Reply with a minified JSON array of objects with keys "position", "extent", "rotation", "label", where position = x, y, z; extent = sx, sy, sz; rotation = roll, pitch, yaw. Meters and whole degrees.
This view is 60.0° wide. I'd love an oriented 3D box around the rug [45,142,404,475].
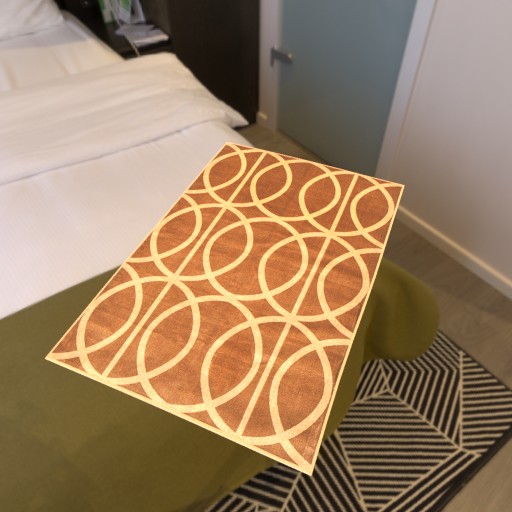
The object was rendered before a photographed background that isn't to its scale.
[{"position":[0.000,0.000,2.912],"extent":[1.526,0.014,2.290],"rotation":[17,49,15],"label":"rug"}]
